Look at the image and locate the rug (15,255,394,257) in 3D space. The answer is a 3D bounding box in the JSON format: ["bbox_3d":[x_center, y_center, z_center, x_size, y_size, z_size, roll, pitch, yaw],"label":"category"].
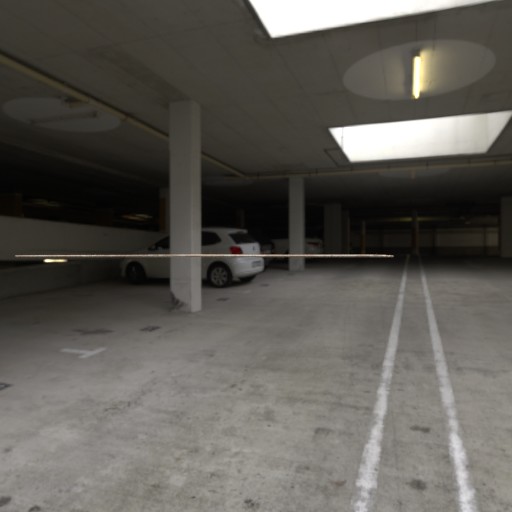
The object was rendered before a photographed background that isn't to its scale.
[{"bbox_3d":[0.000,0.000,4.288,2.452,0.020,3.365,0,0,19],"label":"rug"}]
